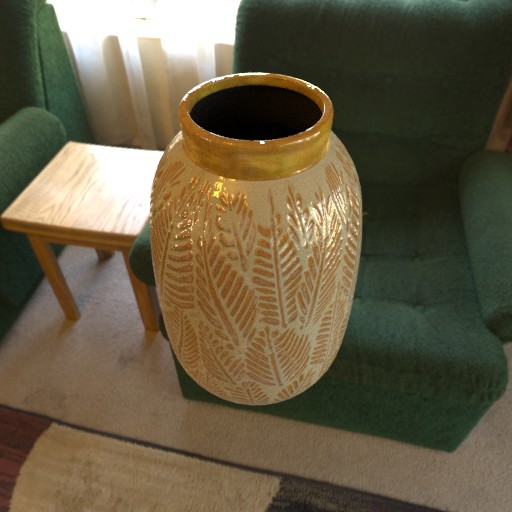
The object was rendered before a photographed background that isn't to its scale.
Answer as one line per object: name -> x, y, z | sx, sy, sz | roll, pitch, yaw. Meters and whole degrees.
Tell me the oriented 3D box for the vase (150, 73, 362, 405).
vase -> 0.000, 0.000, 0.373 | 0.172, 0.270, 0.172 | 0, 45, 0
